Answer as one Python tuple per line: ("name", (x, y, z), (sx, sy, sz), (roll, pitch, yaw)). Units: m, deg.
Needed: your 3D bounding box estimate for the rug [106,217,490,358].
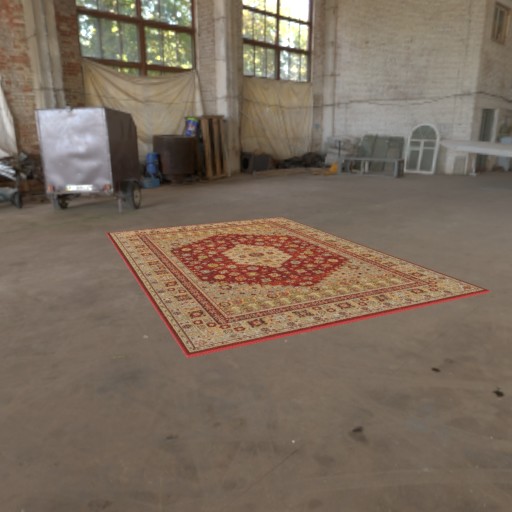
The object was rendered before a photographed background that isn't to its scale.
("rug", (0.000, 0.000, 2.891), (1.593, 0.013, 2.211), (-7, 17, -24))
